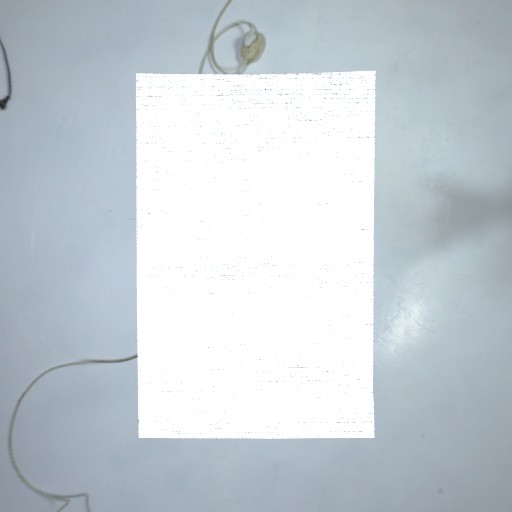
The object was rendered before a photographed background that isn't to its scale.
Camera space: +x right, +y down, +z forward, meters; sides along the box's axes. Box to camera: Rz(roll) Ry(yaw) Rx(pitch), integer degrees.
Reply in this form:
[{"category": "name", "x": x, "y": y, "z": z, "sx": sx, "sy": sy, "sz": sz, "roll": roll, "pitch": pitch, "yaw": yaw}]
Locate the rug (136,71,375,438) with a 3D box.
[{"category": "rug", "x": 0.000, "y": 0.000, "z": 2.136, "sx": 1.149, "sy": 0.021, "sz": 1.773, "roll": 0, "pitch": 91, "yaw": 0}]
